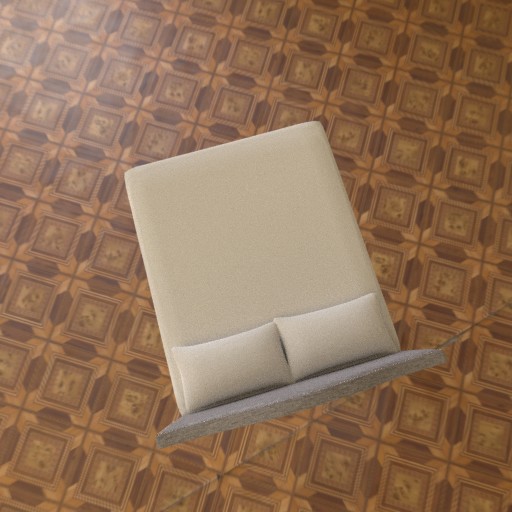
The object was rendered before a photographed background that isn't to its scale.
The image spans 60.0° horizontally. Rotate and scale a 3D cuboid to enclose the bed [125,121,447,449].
[{"bbox_3d":[0.000,0.000,2.949,1.610,1.295,1.870,-16,77,-4],"label":"bed"}]
